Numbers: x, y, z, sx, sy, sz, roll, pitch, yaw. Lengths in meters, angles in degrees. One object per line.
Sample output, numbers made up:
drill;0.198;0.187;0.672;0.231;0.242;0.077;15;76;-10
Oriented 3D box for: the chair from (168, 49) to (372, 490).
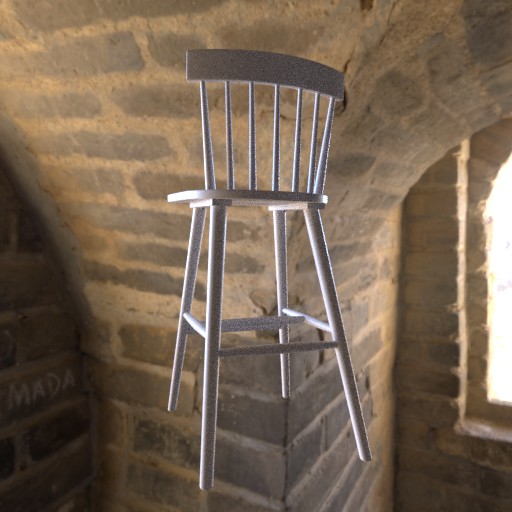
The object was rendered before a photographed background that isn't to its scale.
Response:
chair;0.000;0.000;1.368;0.483;1.092;0.572;0;0;-19
